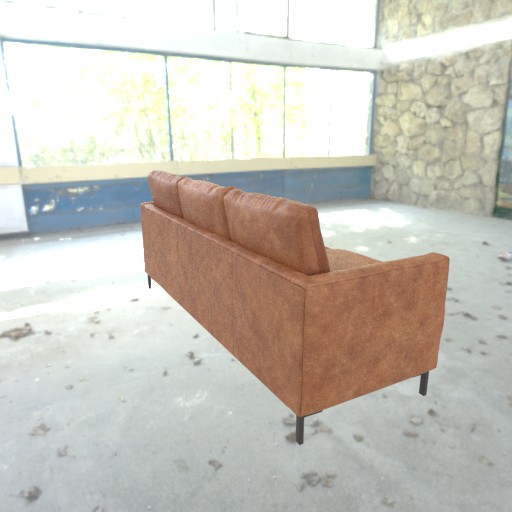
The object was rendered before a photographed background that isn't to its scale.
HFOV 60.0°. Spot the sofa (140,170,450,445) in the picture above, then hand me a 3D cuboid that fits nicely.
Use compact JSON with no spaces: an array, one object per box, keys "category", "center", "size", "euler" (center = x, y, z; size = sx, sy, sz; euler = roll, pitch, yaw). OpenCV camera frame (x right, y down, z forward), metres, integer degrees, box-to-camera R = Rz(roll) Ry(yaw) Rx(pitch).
[{"category":"sofa","center":[0.000,0.000,2.470],"size":[0.748,0.863,2.029],"euler":[-8,17,-28]}]
